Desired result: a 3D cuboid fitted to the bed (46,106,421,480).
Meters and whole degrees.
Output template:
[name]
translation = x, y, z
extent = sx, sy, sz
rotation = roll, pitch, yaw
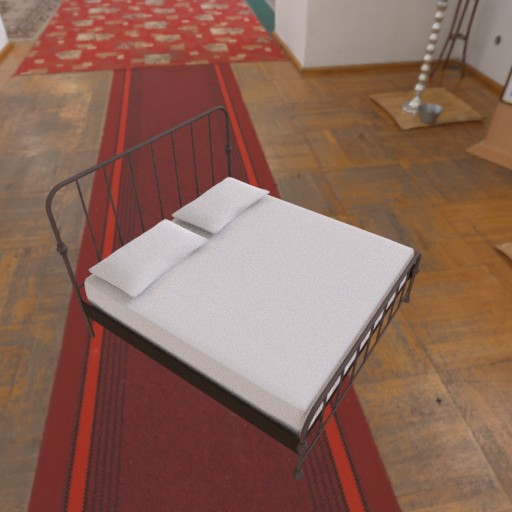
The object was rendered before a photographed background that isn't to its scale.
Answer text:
[bed]
translation = 0.000, 0.000, 3.537
extent = 2.134, 1.446, 2.044
rotation = 24, 45, 26
